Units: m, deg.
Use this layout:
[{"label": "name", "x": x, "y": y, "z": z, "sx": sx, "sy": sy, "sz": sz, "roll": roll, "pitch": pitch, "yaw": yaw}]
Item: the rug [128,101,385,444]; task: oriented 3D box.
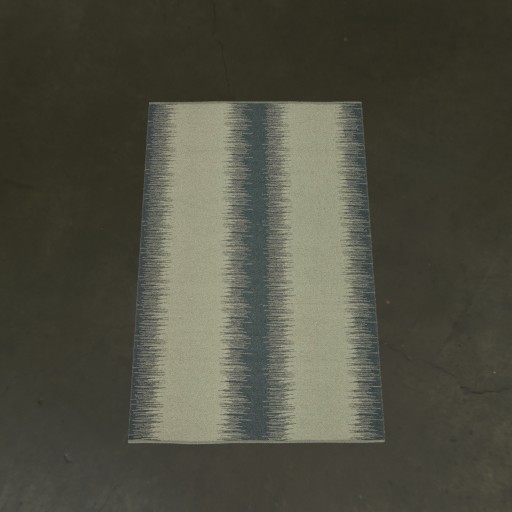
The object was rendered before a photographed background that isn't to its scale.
[{"label": "rug", "x": 0.000, "y": 0.000, "z": 2.350, "sx": 1.234, "sy": 0.006, "sz": 1.854, "roll": 0, "pitch": 76, "yaw": 0}]
